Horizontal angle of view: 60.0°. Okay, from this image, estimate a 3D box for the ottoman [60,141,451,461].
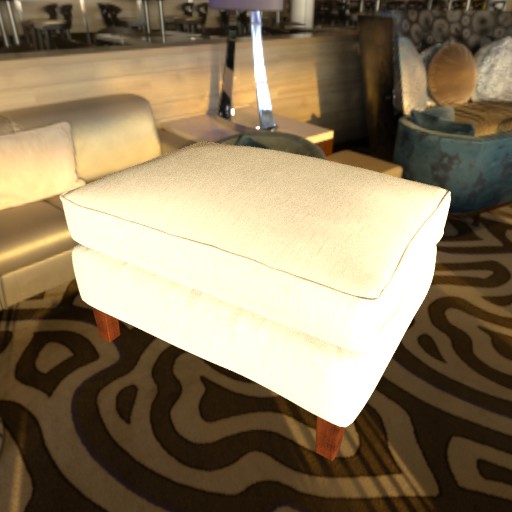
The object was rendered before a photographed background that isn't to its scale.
[{"bbox_3d":[0.000,0.000,0.951,0.665,0.406,0.501,18,35,28],"label":"ottoman"}]
